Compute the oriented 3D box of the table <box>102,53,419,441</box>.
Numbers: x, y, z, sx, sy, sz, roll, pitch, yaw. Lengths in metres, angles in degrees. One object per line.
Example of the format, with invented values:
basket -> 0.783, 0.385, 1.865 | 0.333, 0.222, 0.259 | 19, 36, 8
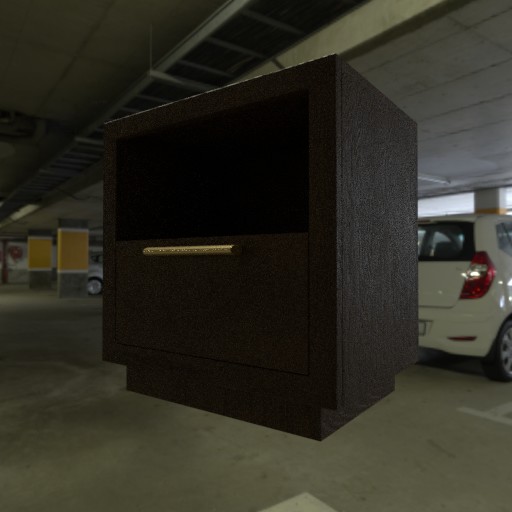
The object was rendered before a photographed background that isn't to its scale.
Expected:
table -> 0.000, 0.000, 0.958 | 0.560, 0.585, 0.439 | -1, -1, 36
